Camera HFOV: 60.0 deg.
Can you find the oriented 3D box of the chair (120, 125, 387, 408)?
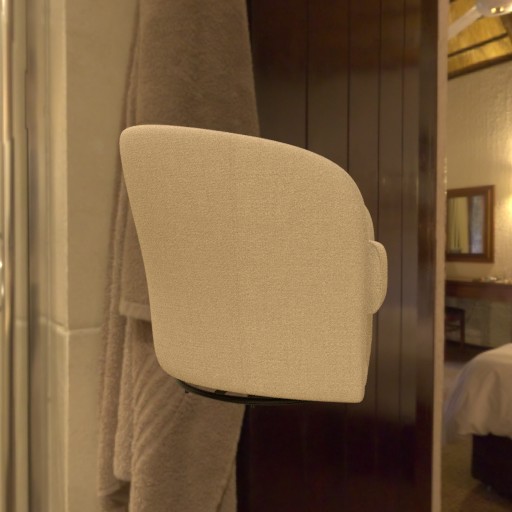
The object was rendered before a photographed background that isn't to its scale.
[{"bbox_3d":[0.000,0.000,1.433,0.815,0.771,0.791,0,1,16],"label":"chair"}]
